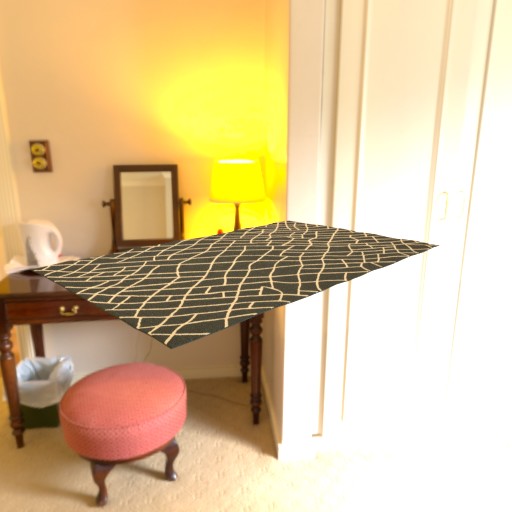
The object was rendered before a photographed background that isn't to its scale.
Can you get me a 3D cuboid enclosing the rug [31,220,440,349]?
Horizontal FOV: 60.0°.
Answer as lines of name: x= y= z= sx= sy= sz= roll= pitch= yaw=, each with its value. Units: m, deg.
rug: x=0.000 y=0.000 z=3.076 sx=2.448 sy=0.017 sz=1.529 roll=-14 pitch=20 yaw=-43
